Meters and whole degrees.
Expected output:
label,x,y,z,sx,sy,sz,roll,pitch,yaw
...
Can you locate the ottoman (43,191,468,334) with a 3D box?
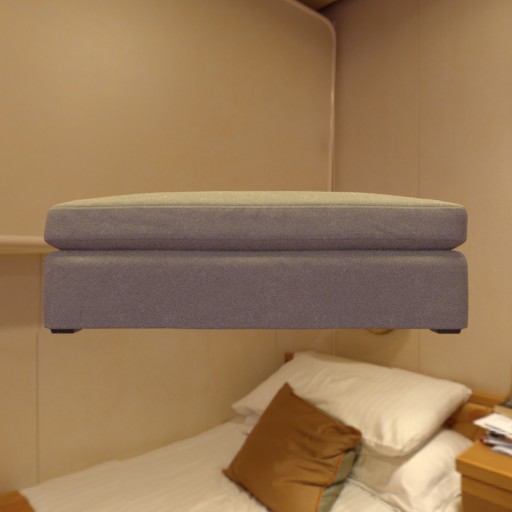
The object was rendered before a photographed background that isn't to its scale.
label,x,y,z,sx,sy,sz,roll,pitch,yaw
ottoman,0.000,0.000,1.605,1.199,0.429,0.840,0,0,0
